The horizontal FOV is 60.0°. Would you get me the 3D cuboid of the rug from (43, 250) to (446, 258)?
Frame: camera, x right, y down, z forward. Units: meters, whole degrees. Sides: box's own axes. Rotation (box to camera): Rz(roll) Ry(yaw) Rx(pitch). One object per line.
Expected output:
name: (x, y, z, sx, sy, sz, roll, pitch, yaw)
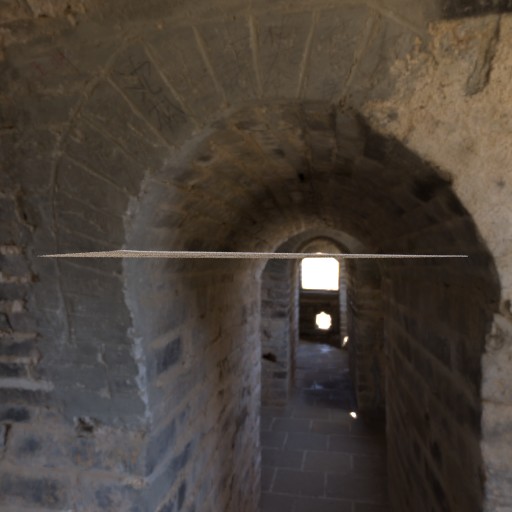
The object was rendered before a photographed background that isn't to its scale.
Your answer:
rug: (0.000, 0.000, 2.237, 1.813, 0.008, 1.223, 1, -1, -36)
